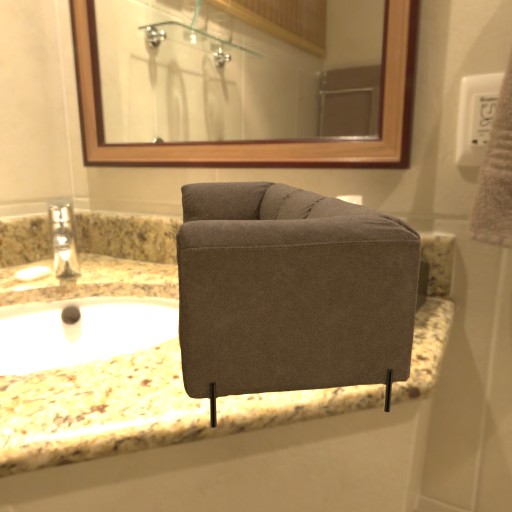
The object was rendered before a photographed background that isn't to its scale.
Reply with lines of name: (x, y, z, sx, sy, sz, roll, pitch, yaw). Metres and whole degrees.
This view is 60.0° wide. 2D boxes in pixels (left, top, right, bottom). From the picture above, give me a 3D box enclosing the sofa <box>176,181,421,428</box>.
sofa: (0.000, 0.000, 2.633, 0.899, 0.758, 2.238, -2, 13, -9)
